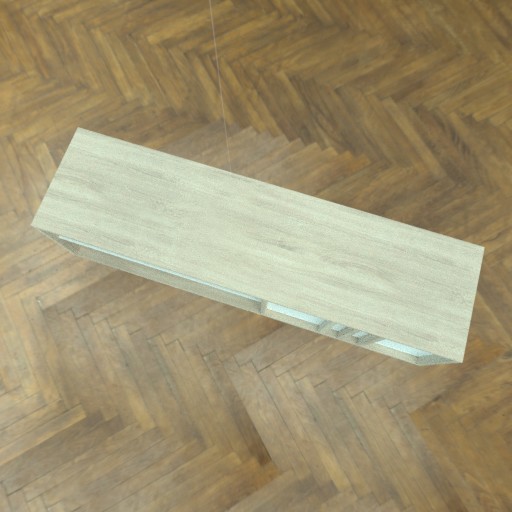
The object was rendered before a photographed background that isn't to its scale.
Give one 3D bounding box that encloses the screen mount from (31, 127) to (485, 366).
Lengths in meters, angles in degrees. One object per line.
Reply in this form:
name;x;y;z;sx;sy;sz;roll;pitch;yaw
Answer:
screen mount;0.000;0.000;1.758;1.500;0.510;0.400;17;75;5
